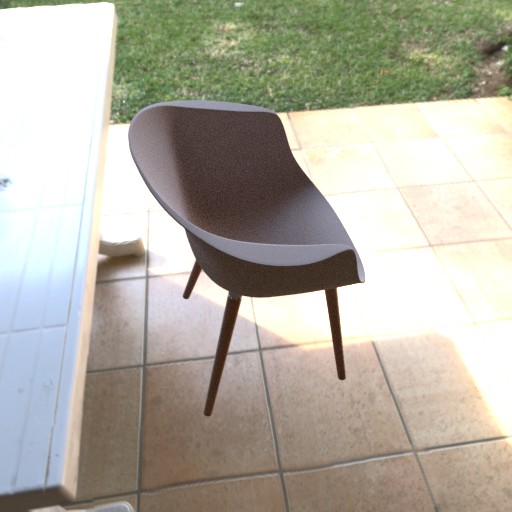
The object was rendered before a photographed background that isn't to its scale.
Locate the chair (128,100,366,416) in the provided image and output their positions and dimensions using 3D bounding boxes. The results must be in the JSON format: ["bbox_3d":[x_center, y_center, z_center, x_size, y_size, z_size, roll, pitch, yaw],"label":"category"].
[{"bbox_3d":[0.000,0.000,1.176,0.504,0.781,0.593,-11,48,-10],"label":"chair"}]
